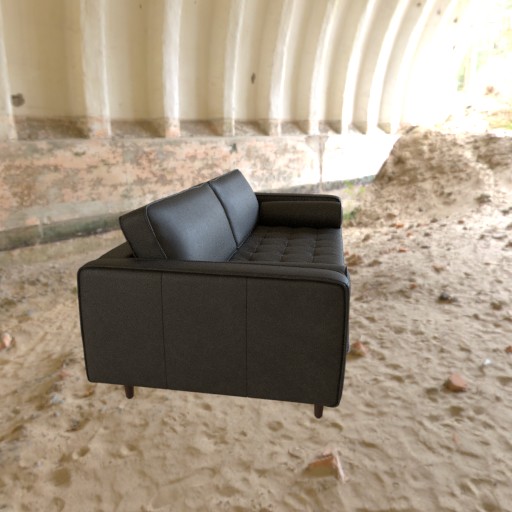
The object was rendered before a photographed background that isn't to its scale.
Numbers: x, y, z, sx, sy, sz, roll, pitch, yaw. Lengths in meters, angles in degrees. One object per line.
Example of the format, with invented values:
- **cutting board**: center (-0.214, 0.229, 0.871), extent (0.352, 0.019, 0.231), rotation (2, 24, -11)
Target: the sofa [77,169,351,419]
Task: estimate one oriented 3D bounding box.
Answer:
- **sofa**: center (0.000, 0.000, 2.312), extent (0.921, 0.770, 1.879), rotation (3, 16, 9)
